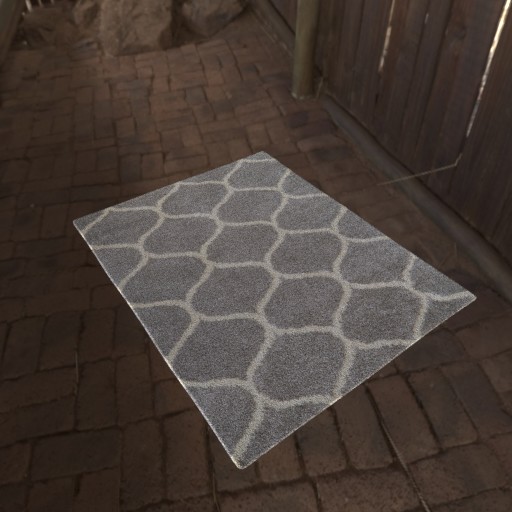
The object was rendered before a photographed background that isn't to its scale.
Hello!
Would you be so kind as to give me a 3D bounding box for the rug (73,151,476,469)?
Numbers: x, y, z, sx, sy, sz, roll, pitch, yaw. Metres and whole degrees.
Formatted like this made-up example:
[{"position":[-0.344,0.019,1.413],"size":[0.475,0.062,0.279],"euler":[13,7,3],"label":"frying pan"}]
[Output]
[{"position":[0.000,0.000,4.075],"size":[2.399,0.026,3.000],"euler":[-26,49,-26],"label":"rug"}]
